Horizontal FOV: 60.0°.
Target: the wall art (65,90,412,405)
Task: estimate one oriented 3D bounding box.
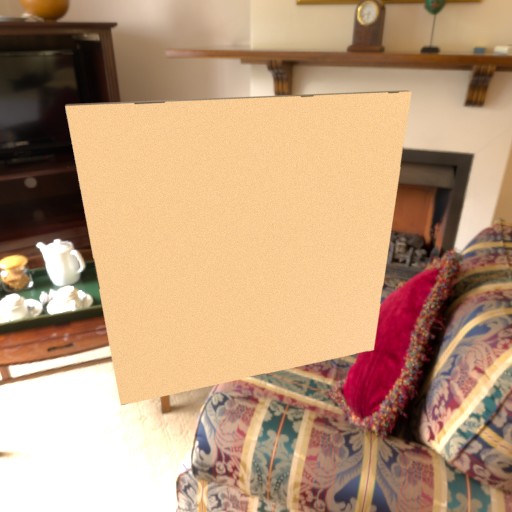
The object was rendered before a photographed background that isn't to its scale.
[{"bbox_3d":[0.000,0.000,0.654,0.446,0.445,0.014,-8,28,-16],"label":"wall art"}]
